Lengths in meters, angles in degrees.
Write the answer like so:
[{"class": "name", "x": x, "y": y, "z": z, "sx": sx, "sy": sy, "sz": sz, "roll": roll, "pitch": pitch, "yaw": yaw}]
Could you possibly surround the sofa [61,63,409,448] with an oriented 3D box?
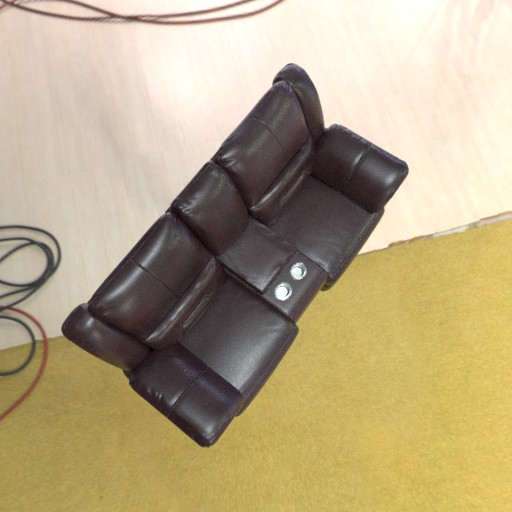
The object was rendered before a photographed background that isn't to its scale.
[{"class": "sofa", "x": 0.000, "y": 0.000, "z": 2.694, "sx": 0.991, "sy": 1.043, "sz": 2.058, "roll": 36, "pitch": 77, "yaw": 9}]
